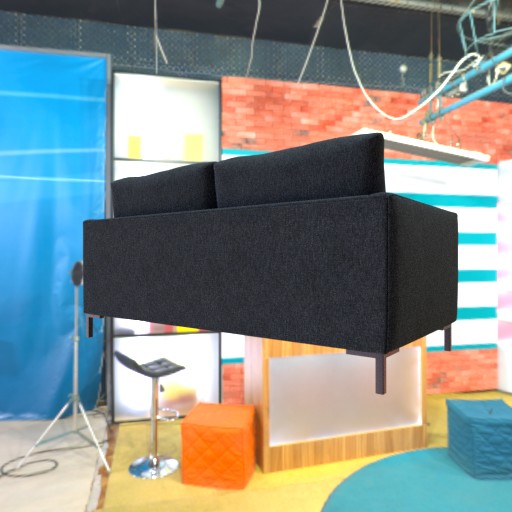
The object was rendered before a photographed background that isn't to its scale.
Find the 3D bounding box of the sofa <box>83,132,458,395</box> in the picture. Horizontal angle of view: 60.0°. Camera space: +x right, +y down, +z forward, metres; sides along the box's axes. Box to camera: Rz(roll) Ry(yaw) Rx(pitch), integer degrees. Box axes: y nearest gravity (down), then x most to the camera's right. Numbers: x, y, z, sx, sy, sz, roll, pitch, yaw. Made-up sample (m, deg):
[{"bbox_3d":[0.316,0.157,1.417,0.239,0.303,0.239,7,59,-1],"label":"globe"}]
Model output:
[{"bbox_3d":[0.000,0.000,2.195,1.716,0.862,0.866,0,0,37],"label":"sofa"}]
